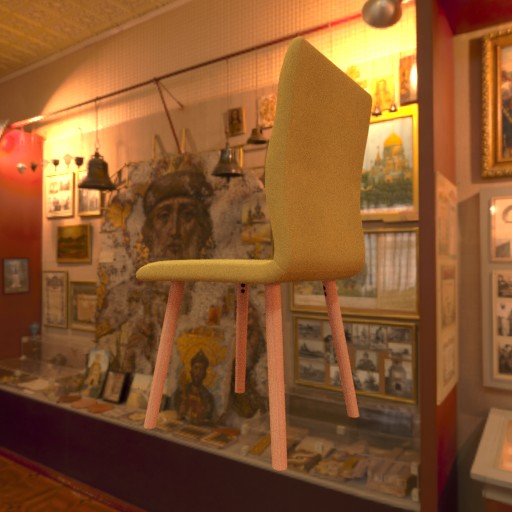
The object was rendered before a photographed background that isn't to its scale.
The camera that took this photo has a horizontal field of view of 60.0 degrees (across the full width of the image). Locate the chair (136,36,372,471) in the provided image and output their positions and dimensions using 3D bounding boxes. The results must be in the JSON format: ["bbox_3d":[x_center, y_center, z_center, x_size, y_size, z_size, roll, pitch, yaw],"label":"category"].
[{"bbox_3d":[0.000,0.000,1.300,0.550,0.965,0.450,-1,-1,35],"label":"chair"}]
